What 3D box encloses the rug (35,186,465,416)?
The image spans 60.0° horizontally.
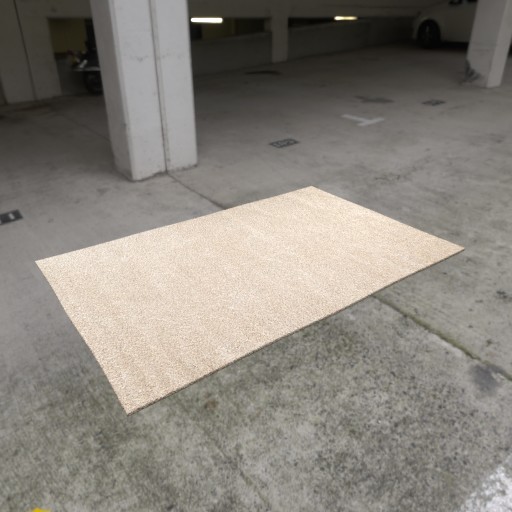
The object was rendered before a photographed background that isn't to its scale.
[{"bbox_3d":[0.000,0.000,2.867,2.346,0.025,1.500,-19,34,-31],"label":"rug"}]
